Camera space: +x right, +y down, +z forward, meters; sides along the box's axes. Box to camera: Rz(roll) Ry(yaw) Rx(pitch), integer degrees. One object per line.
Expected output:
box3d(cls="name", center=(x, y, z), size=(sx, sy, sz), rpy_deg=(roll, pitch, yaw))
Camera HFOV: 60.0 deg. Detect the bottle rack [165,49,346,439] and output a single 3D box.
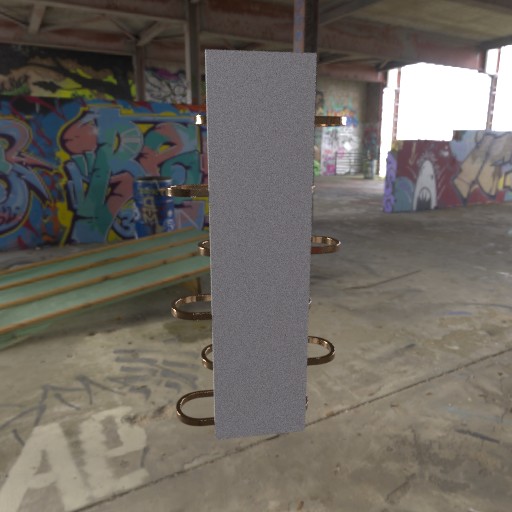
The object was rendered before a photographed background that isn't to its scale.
box3d(cls="bottle rack", center=(0.000, 0.000, 0.856), size=(0.332, 0.709, 0.118), rpy_deg=(-2, 14, -9))
